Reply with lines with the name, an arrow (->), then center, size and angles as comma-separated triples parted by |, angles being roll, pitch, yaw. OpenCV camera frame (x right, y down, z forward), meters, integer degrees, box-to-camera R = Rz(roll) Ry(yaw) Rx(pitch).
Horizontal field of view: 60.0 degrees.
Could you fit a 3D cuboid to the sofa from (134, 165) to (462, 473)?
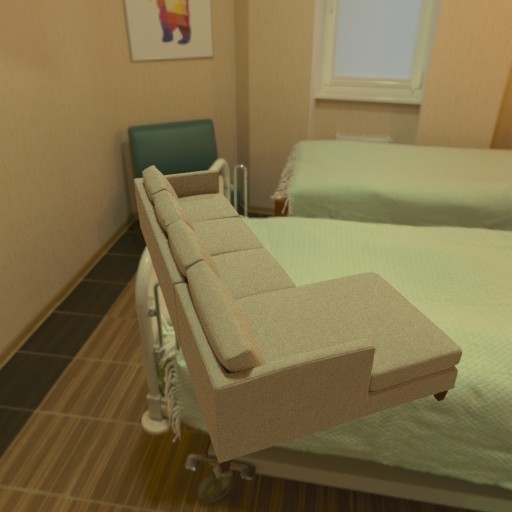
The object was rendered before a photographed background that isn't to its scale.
sofa -> 0.000, 0.000, 3.804 | 1.625, 0.846, 3.186 | -10, 31, -17
